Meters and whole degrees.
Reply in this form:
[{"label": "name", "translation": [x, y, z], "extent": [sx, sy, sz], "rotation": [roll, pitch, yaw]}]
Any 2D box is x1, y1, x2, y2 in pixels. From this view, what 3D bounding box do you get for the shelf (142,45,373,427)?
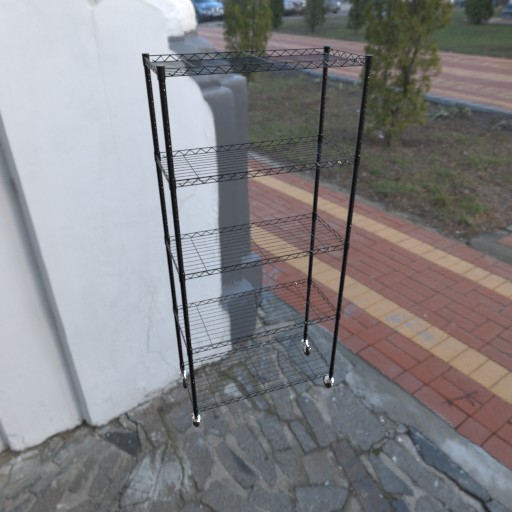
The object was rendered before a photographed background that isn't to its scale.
[{"label": "shelf", "translation": [0.000, 0.000, 1.972], "extent": [0.762, 1.645, 0.356], "rotation": [-11, 33, -17]}]
